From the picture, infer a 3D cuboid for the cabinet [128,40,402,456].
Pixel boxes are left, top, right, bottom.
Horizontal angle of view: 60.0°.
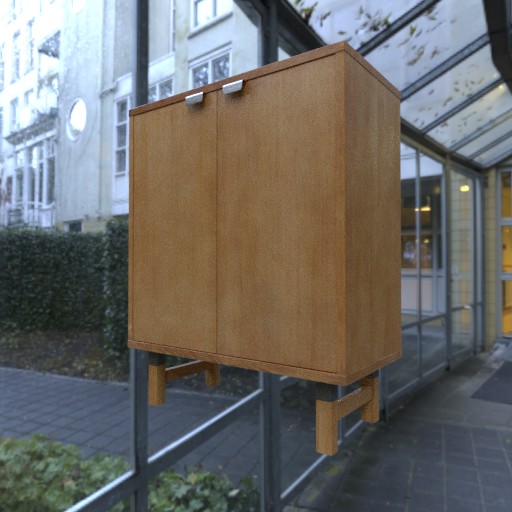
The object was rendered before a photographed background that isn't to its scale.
[{"bbox_3d":[0.000,0.000,1.422,0.800,1.001,0.419,-1,-1,37],"label":"cabinet"}]
